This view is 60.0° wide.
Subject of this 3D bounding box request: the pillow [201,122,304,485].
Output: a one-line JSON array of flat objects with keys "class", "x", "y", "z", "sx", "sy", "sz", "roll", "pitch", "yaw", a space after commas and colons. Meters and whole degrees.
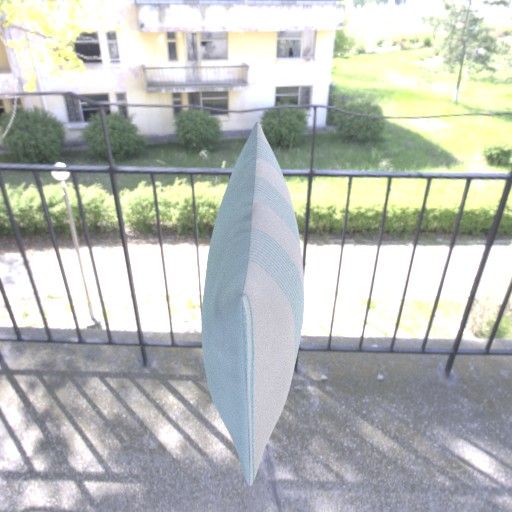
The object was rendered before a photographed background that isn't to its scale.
[{"class": "pillow", "x": 0.000, "y": 0.000, "z": 0.724, "sx": 0.151, "sy": 0.287, "sz": 0.610, "roll": 1, "pitch": 31, "yaw": 1}]
